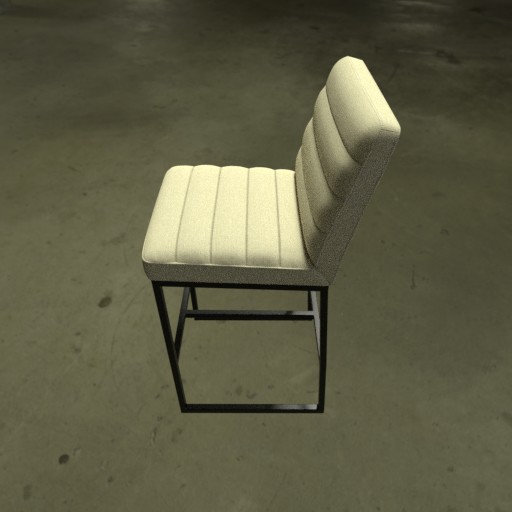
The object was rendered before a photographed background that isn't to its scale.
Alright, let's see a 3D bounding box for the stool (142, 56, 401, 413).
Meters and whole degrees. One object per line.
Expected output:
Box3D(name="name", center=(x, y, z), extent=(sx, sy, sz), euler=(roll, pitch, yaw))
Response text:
Box3D(name="stool", center=(0.000, 0.000, 1.341), extent=(0.560, 1.040, 0.460), euler=(0, 41, 0))
